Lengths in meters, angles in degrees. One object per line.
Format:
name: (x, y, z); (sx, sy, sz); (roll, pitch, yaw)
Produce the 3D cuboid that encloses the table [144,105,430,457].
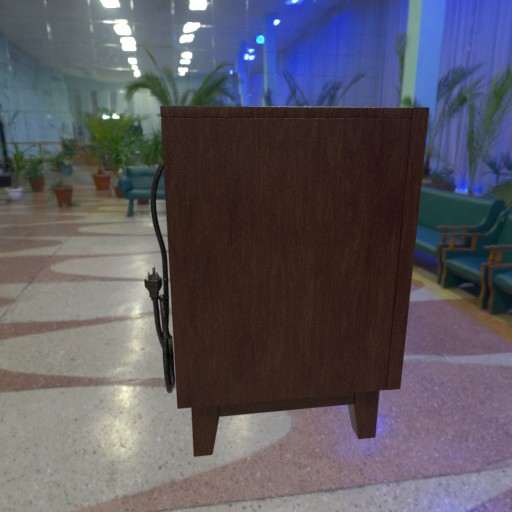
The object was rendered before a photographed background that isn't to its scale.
table: (0.000, 0.000, 0.989); (0.449, 0.609, 0.557); (-2, 16, -8)
